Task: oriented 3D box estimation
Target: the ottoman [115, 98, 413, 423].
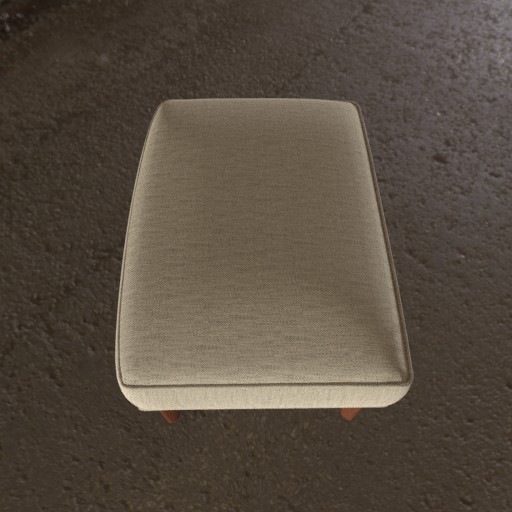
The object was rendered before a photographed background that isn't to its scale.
[{"bbox_3d":[0.000,0.000,1.150,0.594,0.465,0.794,-1,59,0],"label":"ottoman"}]
